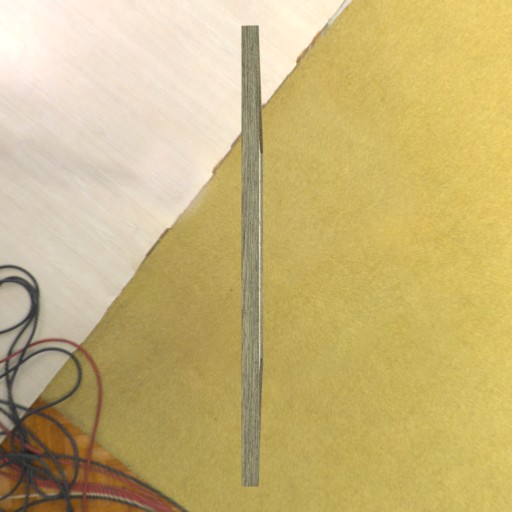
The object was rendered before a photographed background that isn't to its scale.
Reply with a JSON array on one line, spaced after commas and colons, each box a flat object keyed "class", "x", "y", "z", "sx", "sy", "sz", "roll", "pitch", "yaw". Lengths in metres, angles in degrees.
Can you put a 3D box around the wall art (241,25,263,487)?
[{"class": "wall art", "x": 0.000, "y": 0.000, "z": 0.742, "sx": 0.019, "sy": 0.508, "sz": 0.508, "roll": 0, "pitch": 90, "yaw": 1}]
